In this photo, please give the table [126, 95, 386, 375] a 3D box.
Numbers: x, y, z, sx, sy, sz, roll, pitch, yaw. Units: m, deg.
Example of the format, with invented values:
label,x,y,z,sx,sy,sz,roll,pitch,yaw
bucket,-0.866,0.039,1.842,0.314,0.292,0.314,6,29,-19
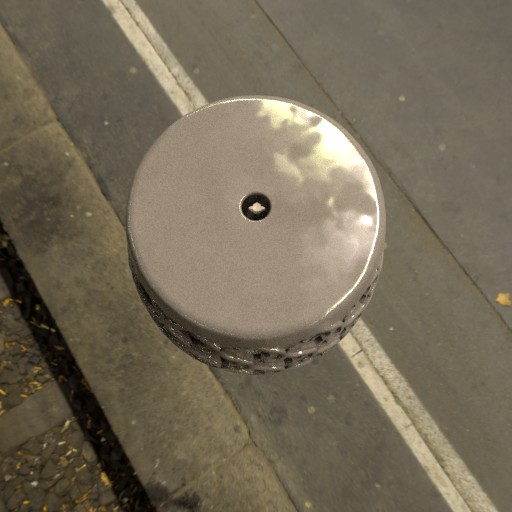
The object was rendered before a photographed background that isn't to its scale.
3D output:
label,x,y,z,sx,sy,sz,roll,pitch,yaw
table,0.000,0.000,0.627,0.325,0.388,0.325,0,75,0
